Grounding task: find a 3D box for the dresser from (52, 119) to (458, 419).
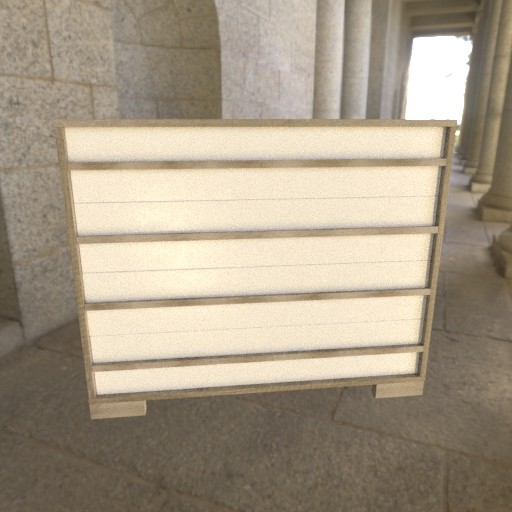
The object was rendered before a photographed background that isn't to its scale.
[{"bbox_3d":[0.000,0.000,1.386,0.994,0.816,0.404,-2,17,-6],"label":"dresser"}]
